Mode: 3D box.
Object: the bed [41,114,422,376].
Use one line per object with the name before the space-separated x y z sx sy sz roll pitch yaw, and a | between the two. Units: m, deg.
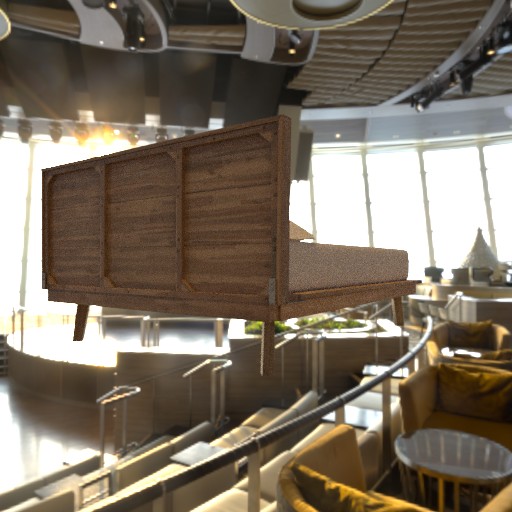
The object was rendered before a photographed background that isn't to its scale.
bed | 0.000 0.000 3.099 1.759 1.071 2.145 -1 -1 35
